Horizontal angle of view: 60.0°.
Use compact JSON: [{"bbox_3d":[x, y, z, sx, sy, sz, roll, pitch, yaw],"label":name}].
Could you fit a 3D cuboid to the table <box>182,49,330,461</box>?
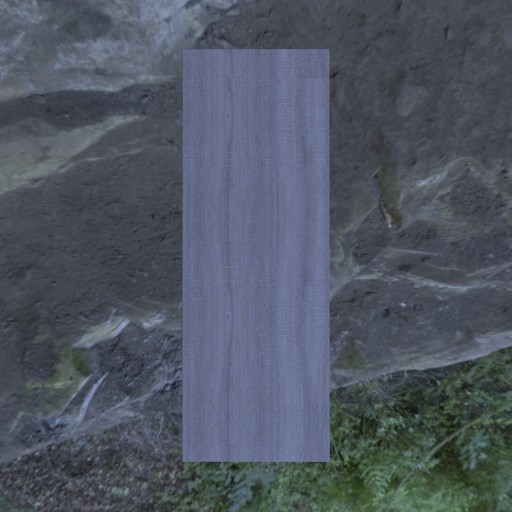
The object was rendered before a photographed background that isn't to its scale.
[{"bbox_3d":[0.000,0.000,1.886,0.398,1.388,1.111,0,90,0],"label":"table"}]
